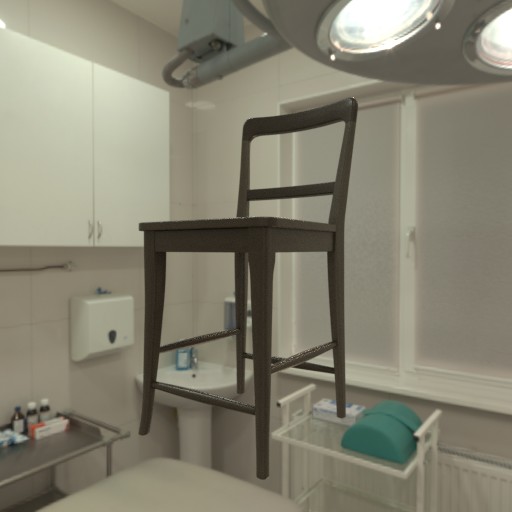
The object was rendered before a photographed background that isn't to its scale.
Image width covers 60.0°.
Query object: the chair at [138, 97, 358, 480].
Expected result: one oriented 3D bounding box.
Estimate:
[{"bbox_3d":[0.000,0.000,1.318,0.450,0.991,0.546,1,1,35],"label":"chair"}]
